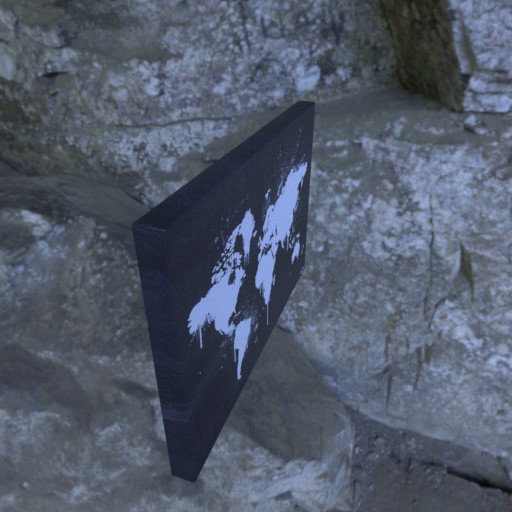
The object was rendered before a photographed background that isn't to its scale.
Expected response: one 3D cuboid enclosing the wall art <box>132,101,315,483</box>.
[{"bbox_3d":[0.000,0.000,0.779,0.038,0.409,0.610,11,32,17],"label":"wall art"}]
